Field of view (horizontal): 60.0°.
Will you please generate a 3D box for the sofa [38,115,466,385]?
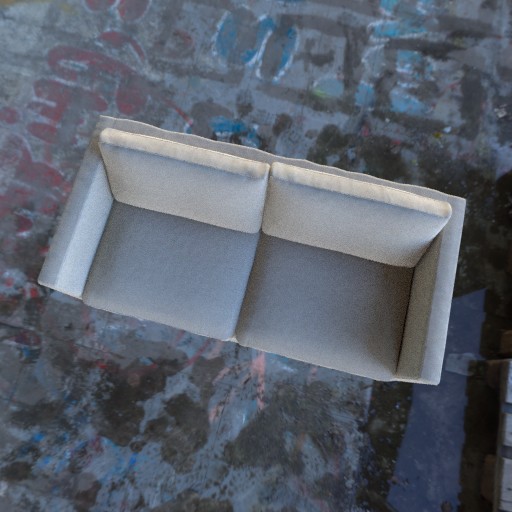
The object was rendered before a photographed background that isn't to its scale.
[{"bbox_3d":[0.000,0.000,2.420,1.959,0.835,0.962,14,77,3],"label":"sofa"}]
